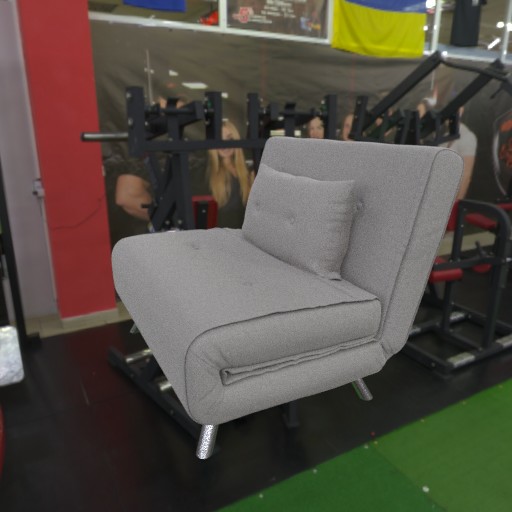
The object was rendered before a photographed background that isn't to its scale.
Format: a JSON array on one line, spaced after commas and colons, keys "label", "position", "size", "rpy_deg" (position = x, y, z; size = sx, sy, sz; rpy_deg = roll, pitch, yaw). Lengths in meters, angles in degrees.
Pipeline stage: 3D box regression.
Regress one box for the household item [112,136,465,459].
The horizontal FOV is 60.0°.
[{"label": "household item", "position": [0.000, 0.000, 1.611], "size": [0.874, 0.800, 1.000], "rpy_deg": [-9, 19, -26]}]
